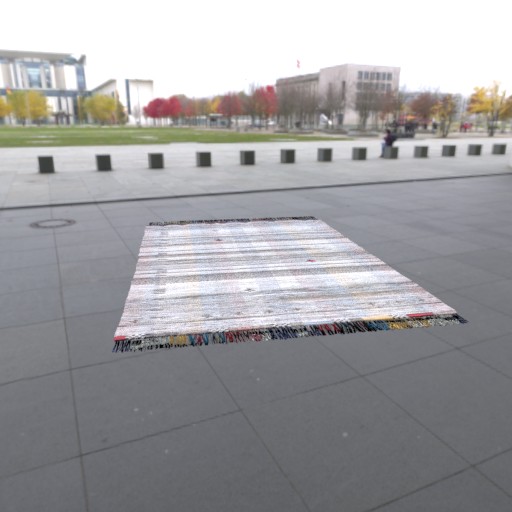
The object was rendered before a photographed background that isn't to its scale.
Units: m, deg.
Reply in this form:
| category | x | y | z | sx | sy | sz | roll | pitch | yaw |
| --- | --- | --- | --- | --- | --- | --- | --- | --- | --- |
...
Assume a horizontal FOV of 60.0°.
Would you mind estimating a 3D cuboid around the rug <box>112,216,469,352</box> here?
| category | x | y | z | sx | sy | sz | roll | pitch | yaw |
| --- | --- | --- | --- | --- | --- | --- | --- | --- | --- |
| rug | 0.000 | 0.000 | 2.297 | 1.217 | 0.012 | 1.848 | -3 | 17 | -9 |
